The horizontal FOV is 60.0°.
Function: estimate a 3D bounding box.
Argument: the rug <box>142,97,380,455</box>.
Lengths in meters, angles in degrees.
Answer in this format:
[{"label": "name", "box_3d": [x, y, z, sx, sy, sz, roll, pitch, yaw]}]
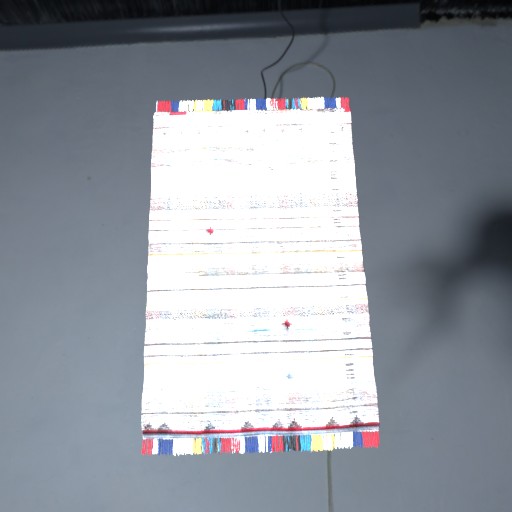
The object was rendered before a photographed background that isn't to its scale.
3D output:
[{"label": "rug", "box_3d": [0.000, 0.000, 2.988, 1.465, 0.012, 2.465, -1, 74, 0]}]
